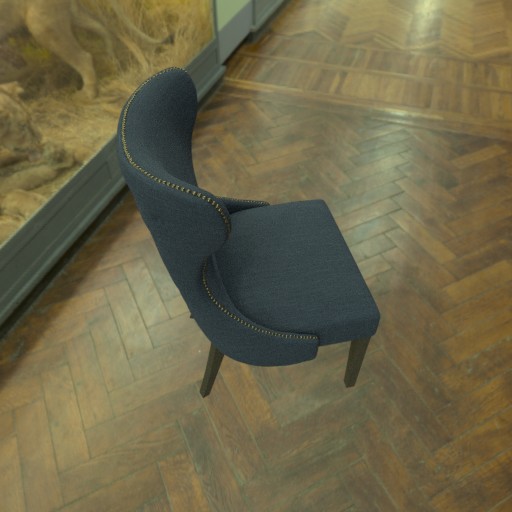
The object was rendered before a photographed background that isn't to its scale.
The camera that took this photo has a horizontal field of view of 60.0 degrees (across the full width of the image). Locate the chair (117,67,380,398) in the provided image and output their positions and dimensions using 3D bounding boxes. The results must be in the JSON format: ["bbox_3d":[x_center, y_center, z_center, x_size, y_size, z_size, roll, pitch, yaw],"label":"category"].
[{"bbox_3d":[0.000,0.000,1.360,0.635,0.967,0.628,-9,47,-8],"label":"chair"}]
